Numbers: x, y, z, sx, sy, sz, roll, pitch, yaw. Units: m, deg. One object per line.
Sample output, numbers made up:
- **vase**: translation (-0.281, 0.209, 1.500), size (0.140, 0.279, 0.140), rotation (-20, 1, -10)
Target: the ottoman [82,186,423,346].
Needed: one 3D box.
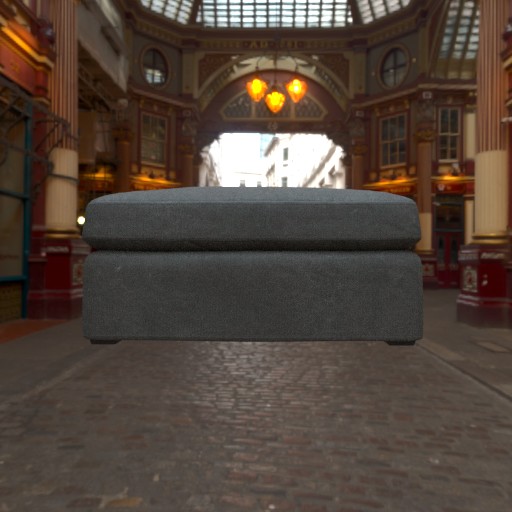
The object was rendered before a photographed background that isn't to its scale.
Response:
- **ottoman**: translation (0.000, 0.000, 1.629), size (0.840, 0.429, 1.199), rotation (0, 0, 1)
